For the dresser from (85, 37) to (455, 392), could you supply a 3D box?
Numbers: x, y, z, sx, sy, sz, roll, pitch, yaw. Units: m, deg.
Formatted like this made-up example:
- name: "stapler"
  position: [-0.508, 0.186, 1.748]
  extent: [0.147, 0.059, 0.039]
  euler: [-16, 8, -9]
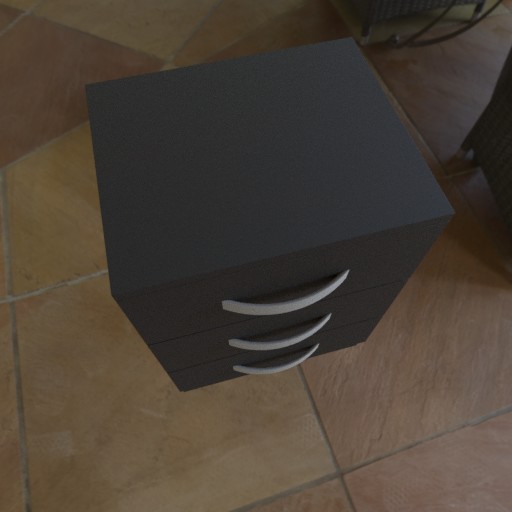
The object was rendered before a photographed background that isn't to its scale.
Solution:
- name: "dresser"
  position: [0.000, 0.000, 0.810]
  extent: [0.400, 0.560, 0.360]
  euler: [-13, 62, -7]
